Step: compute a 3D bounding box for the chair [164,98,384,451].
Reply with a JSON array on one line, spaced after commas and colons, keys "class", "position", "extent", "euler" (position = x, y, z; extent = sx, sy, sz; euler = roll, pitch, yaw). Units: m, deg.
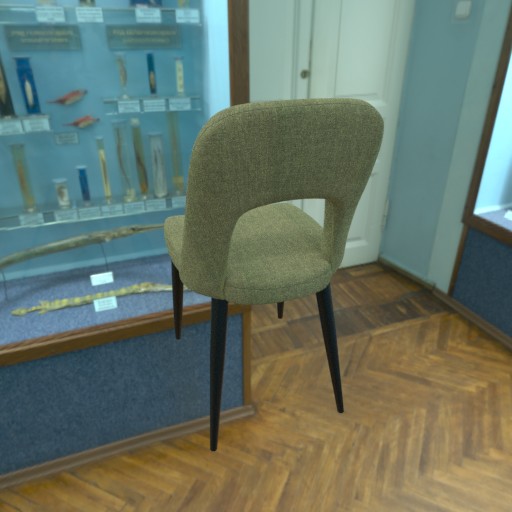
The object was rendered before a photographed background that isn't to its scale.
[{"class": "chair", "position": [0.000, 0.000, 1.280], "extent": [0.470, 0.931, 0.612], "euler": [-9, 28, -17]}]
